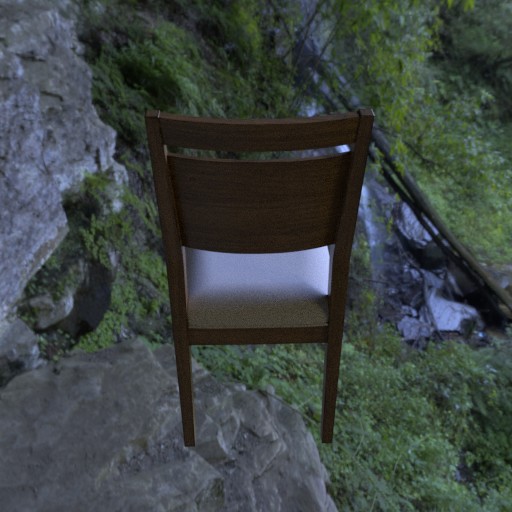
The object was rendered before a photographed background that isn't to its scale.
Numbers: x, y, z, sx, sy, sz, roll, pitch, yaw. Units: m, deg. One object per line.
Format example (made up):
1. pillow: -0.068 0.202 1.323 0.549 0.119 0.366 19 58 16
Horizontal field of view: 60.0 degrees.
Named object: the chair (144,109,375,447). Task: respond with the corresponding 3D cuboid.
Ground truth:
1. chair: 0.000 0.000 1.289 0.497 0.939 0.610 -1 31 -1
